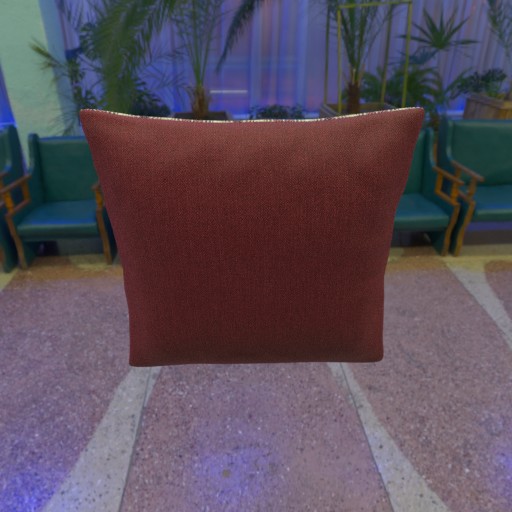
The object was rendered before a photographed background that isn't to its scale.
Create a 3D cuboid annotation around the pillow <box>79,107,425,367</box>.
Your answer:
[{"bbox_3d":[0.000,0.000,0.770,0.513,0.497,0.166,-1,29,-1],"label":"pillow"}]
